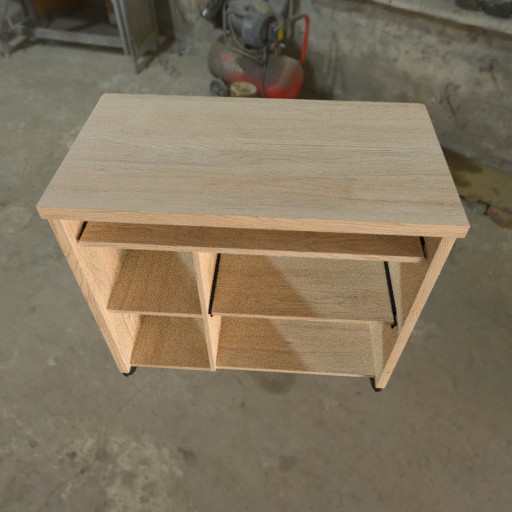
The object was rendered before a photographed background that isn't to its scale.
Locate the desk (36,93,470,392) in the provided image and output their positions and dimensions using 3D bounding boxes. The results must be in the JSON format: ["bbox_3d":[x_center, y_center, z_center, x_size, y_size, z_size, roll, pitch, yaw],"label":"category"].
[{"bbox_3d":[0.000,0.000,1.345,0.885,0.770,0.480,3,48,2],"label":"desk"}]
